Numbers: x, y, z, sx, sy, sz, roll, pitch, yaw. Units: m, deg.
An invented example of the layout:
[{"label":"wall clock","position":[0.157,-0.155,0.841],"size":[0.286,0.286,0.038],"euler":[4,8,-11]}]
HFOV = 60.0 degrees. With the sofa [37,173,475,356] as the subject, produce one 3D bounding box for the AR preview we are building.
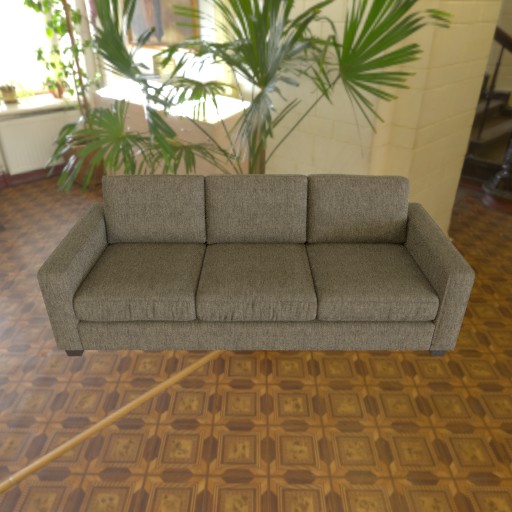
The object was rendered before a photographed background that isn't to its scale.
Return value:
[{"label":"sofa","position":[0.000,0.000,2.610],"size":[2.160,0.800,0.900],"euler":[0,30,0]}]
